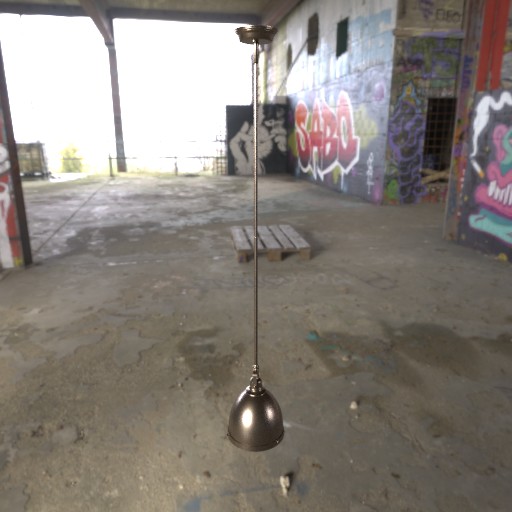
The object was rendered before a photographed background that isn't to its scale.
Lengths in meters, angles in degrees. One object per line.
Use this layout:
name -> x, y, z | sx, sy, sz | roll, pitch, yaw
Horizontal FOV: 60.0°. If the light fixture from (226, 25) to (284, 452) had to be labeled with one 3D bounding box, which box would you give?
light fixture -> 0.000, 0.000, 1.479 | 0.211, 1.367, 0.217 | 2, 16, 8
